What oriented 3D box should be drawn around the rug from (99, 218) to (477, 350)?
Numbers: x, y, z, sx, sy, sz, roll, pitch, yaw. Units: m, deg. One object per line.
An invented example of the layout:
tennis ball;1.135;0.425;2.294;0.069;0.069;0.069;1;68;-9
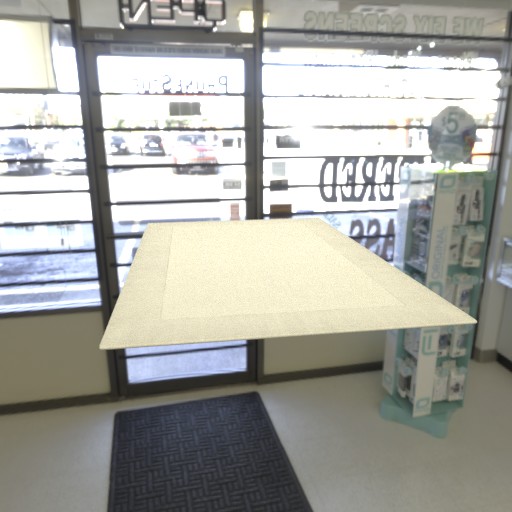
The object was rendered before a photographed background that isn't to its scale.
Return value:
rug;0.000;0.000;2.259;1.219;0.013;1.829;-2;16;-8
